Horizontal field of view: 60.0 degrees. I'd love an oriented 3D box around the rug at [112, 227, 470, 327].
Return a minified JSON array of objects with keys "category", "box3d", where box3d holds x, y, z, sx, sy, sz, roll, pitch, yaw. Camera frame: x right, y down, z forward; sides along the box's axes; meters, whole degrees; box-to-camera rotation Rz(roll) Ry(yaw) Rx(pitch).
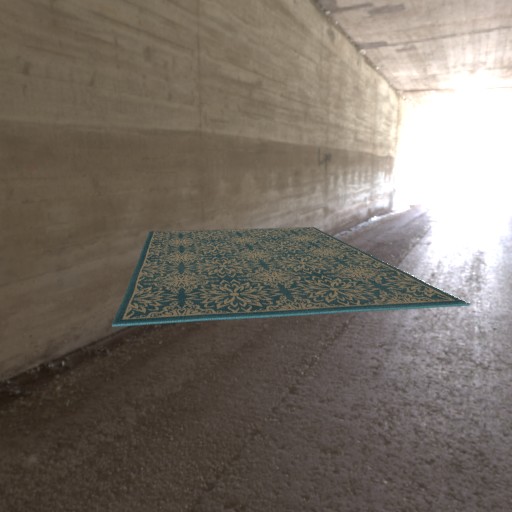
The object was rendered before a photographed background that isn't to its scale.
[{"category":"rug","box3d":[0.000,0.000,2.337,1.211,0.012,1.833,-2,12,-10]}]
